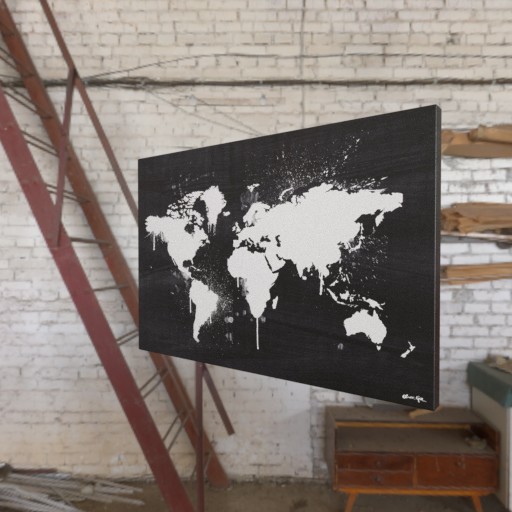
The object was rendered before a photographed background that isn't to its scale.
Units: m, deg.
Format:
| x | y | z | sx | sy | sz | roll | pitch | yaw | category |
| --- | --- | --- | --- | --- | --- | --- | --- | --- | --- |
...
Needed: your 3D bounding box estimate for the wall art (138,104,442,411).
| x | y | z | sx | sy | sz | roll | pitch | yaw | category |
| --- | --- | --- | --- | --- | --- | --- | --- | --- | --- |
| 0.000 | 0.000 | 1.162 | 0.912 | 0.612 | 0.038 | 1 | 1 | 37 | wall art |
